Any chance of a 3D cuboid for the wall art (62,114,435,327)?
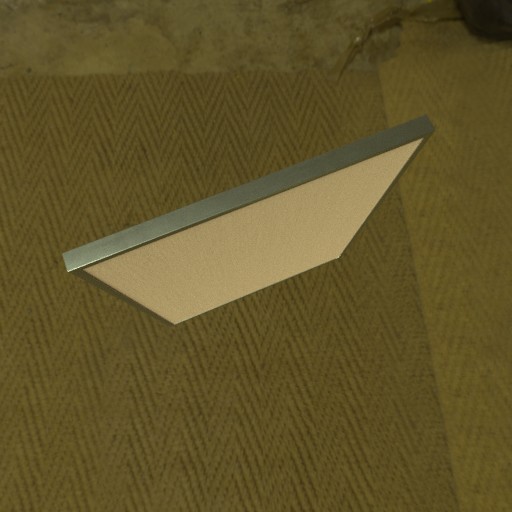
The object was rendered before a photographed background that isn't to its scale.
[{"bbox_3d":[0.000,0.000,1.413,0.803,1.062,0.041,-22,76,-6],"label":"wall art"}]
